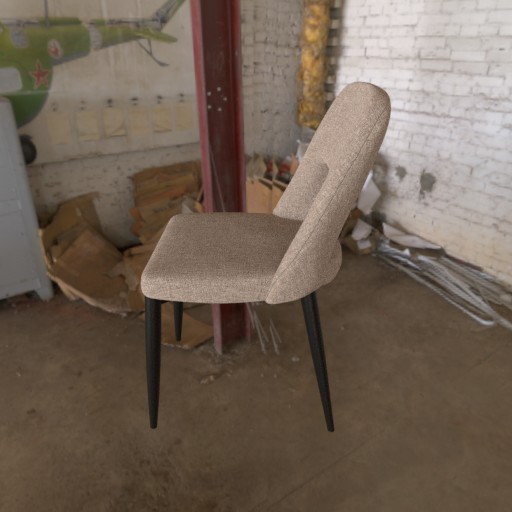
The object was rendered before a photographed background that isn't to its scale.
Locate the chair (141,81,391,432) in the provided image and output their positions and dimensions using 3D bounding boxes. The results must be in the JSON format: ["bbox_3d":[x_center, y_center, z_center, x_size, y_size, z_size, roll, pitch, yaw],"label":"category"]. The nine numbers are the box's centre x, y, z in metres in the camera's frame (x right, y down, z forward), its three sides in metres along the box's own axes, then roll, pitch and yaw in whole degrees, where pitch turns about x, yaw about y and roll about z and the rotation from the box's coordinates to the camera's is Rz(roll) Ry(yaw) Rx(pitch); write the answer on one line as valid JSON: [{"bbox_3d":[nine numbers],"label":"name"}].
[{"bbox_3d":[0.000,0.000,1.279,0.612,0.931,0.470,0,26,1],"label":"chair"}]
